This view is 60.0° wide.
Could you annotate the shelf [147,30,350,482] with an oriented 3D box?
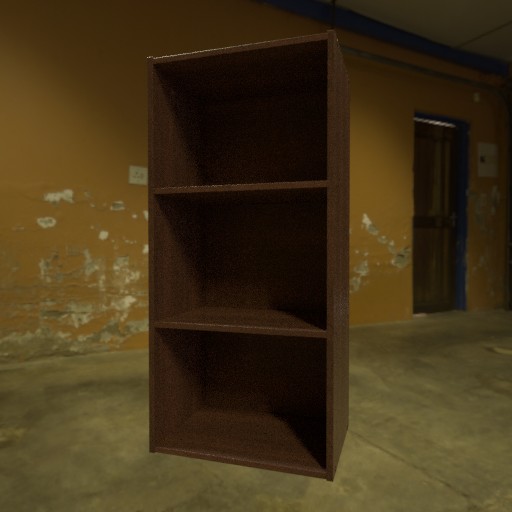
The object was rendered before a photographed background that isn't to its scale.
[{"bbox_3d":[0.000,0.000,1.062,0.414,0.879,0.290,0,1,18],"label":"shelf"}]
